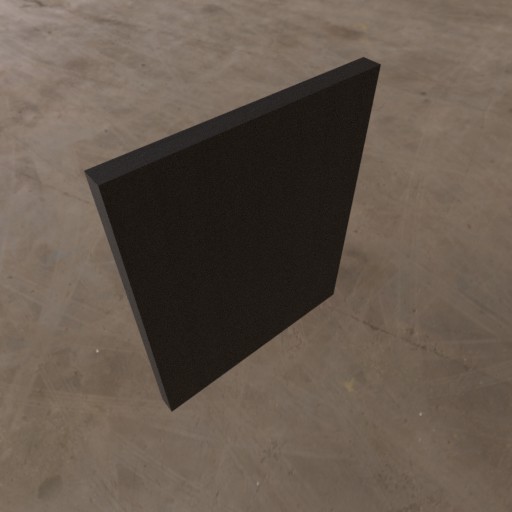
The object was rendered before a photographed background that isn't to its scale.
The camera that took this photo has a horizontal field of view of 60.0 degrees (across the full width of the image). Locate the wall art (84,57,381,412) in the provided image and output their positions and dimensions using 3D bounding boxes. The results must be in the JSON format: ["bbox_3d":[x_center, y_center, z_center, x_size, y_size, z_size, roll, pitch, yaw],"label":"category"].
[{"bbox_3d":[0.000,0.000,0.771,0.455,0.552,0.034,-31,54,-26],"label":"wall art"}]
